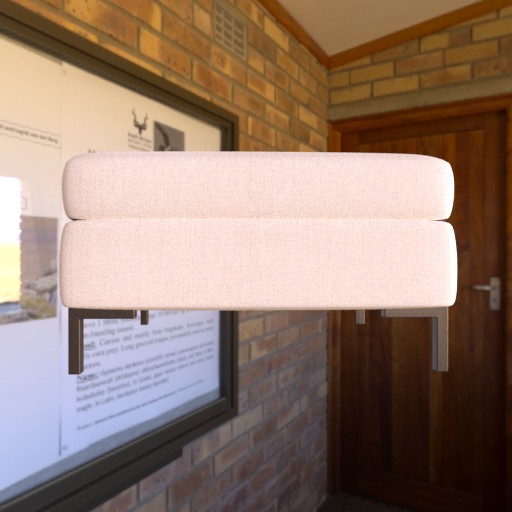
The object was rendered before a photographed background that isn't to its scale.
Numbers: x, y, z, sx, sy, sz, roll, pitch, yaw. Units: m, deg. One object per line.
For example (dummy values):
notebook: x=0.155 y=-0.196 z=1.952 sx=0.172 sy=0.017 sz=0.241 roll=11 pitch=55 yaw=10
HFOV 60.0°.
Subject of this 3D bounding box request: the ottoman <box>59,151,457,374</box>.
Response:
ottoman: x=0.000 y=0.000 z=1.167 sx=0.794 sy=0.453 sz=0.657 roll=0 pitch=0 yaw=-2
